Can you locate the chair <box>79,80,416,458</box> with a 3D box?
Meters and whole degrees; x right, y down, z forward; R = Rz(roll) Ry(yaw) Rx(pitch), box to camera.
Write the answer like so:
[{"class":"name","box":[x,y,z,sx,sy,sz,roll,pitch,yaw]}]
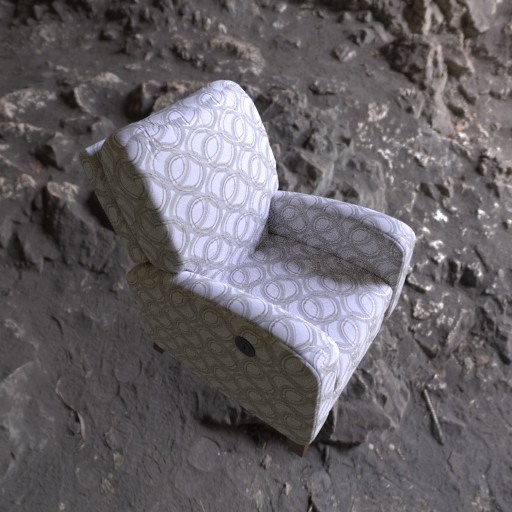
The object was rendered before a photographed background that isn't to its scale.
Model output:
[{"class":"chair","box":[0.000,0.000,1.726,0.995,1.065,0.796,25,48,25]}]
